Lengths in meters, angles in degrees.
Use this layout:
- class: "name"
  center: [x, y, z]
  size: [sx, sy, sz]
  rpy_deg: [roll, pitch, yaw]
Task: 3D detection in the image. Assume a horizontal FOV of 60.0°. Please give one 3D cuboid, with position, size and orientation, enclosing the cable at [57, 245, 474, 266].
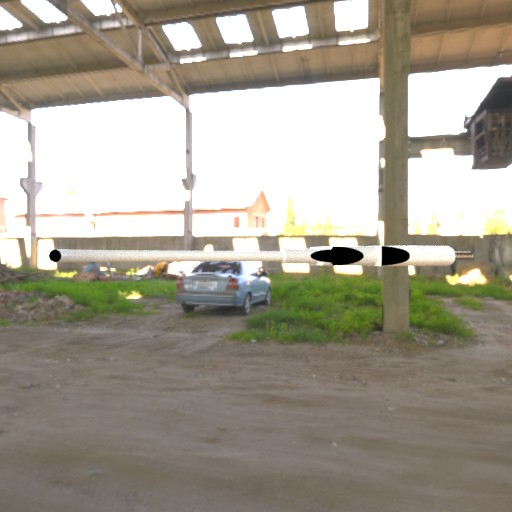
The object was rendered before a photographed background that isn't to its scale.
- class: "cable"
  center: [0.000, 0.000, 0.110]
  size: [0.098, 0.006, 0.040]
  rpy_deg: [0, 0, -18]
